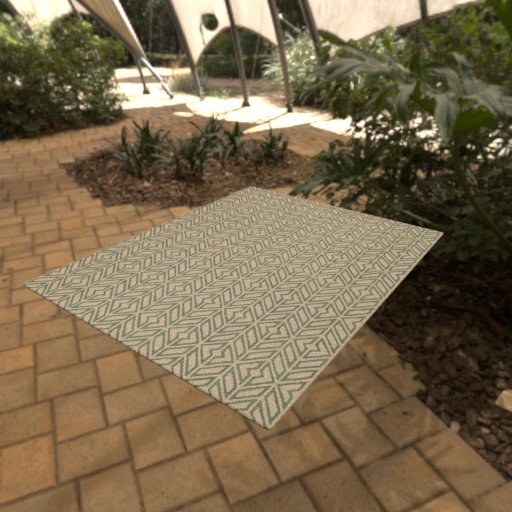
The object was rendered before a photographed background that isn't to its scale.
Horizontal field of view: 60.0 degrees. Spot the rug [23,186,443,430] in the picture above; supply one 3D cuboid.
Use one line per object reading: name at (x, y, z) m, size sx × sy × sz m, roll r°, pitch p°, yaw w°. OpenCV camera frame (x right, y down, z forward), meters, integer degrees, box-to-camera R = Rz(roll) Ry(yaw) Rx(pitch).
rug at (0.000, 0.000, 4.016) m, size 2.441 × 0.017 × 3.050 m, roll 19°, pitch 33°, yaw 32°
